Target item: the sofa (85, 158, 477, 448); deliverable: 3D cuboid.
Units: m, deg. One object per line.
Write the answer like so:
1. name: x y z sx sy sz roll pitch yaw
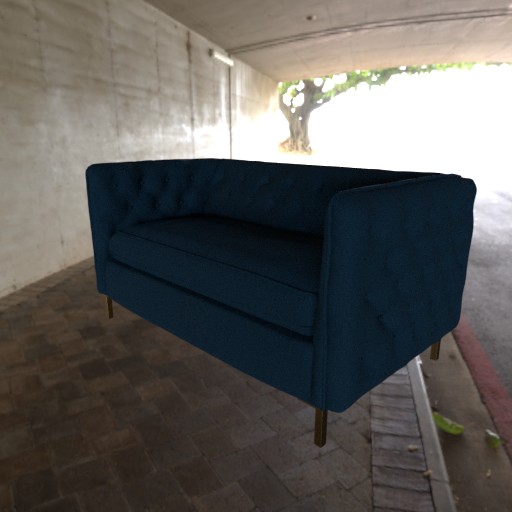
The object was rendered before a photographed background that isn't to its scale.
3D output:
1. sofa: 0.000 0.000 2.041 0.909 0.810 1.583 -15 22 -43
